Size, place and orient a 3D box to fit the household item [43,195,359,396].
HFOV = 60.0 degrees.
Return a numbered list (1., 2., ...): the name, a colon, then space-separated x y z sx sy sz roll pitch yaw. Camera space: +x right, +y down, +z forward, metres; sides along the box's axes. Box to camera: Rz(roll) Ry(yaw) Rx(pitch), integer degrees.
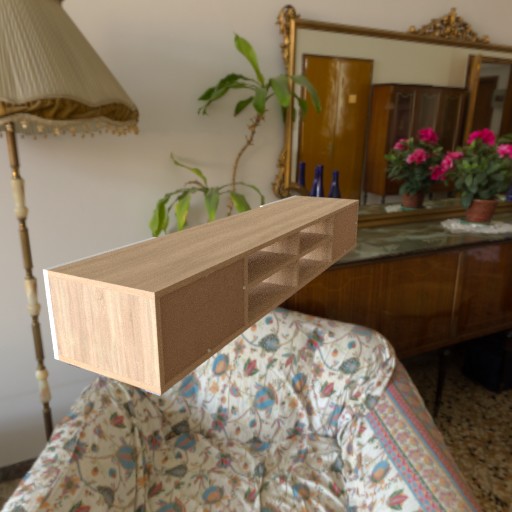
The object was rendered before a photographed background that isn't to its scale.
1. household item: 0.000 0.000 2.026 0.420 0.310 1.850 8 17 27
